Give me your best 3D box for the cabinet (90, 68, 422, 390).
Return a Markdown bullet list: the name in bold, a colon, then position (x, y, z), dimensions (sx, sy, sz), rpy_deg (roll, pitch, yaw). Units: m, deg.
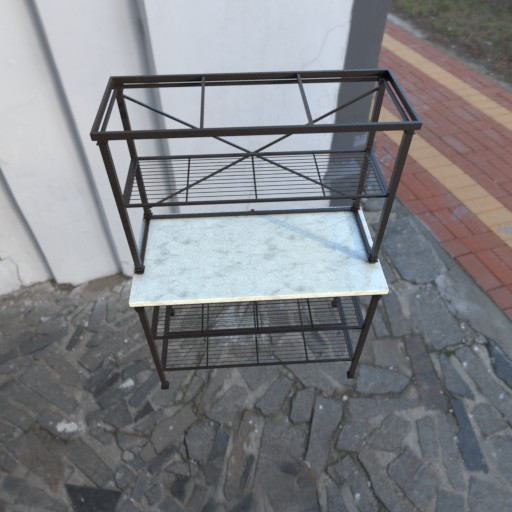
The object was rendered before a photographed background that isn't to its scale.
- **cabinet**: position (0.000, 0.000, 2.289), dimensions (1.210, 1.659, 0.610), rpy_deg (-3, 47, -2)
